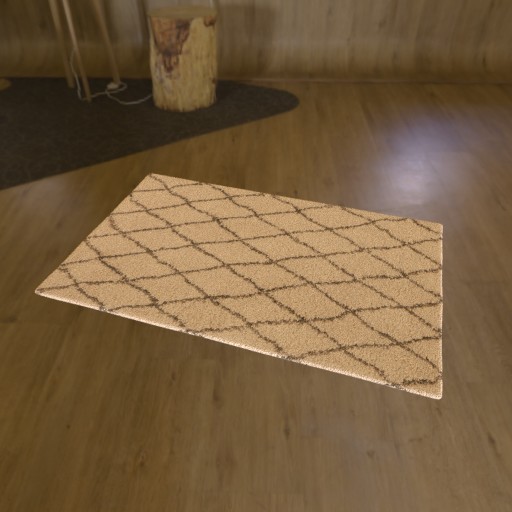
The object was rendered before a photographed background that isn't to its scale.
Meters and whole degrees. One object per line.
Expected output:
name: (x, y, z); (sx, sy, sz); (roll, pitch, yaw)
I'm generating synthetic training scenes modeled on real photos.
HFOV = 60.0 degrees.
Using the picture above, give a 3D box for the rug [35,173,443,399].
rug: (0.000, 0.000, 3.044); (2.438, 0.030, 1.524); (12, 42, 13)
